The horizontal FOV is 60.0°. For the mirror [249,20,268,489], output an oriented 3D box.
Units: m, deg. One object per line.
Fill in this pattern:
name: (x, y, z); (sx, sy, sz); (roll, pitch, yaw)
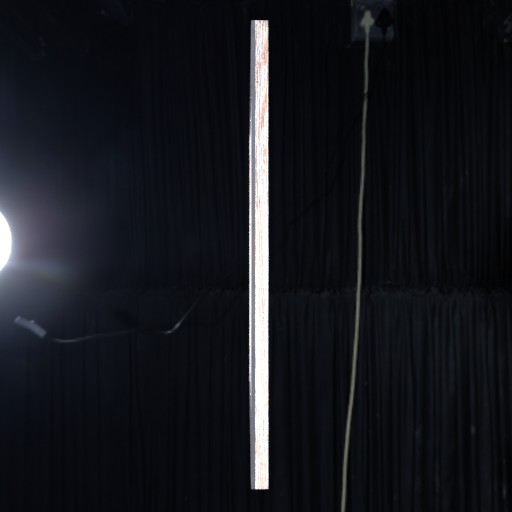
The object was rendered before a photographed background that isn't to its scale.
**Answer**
mirror: (0.000, 0.000, 1.199); (0.032, 0.882, 0.730); (0, -1, -1)
